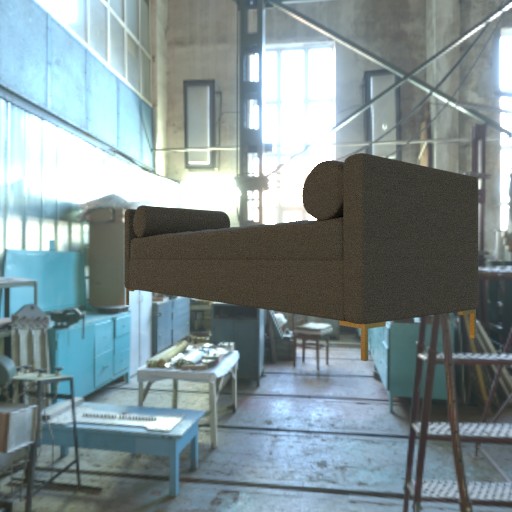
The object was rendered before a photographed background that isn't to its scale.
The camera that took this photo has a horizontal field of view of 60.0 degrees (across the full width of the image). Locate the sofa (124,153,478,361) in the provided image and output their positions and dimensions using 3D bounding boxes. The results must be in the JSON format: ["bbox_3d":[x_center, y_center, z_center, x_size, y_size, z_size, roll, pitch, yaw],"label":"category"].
[{"bbox_3d":[0.000,0.000,2.301,0.686,0.635,1.981,0,0,-37],"label":"sofa"}]
